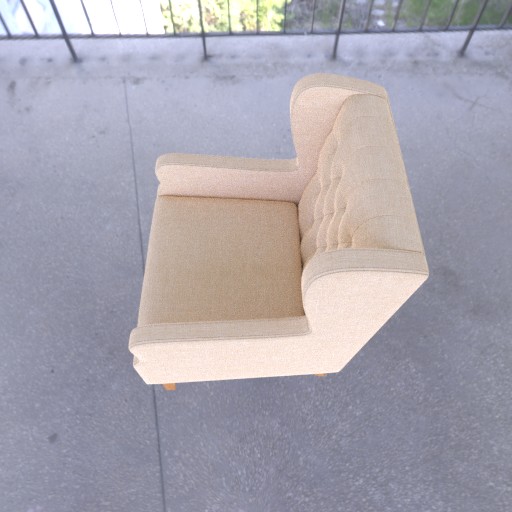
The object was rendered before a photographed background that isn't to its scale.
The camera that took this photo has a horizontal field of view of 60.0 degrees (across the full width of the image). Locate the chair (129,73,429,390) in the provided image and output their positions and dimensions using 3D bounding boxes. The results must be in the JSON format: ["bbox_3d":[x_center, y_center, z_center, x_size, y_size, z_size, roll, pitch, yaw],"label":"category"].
[{"bbox_3d":[0.000,0.000,1.474,0.760,0.930,0.710,0,59,0],"label":"chair"}]
